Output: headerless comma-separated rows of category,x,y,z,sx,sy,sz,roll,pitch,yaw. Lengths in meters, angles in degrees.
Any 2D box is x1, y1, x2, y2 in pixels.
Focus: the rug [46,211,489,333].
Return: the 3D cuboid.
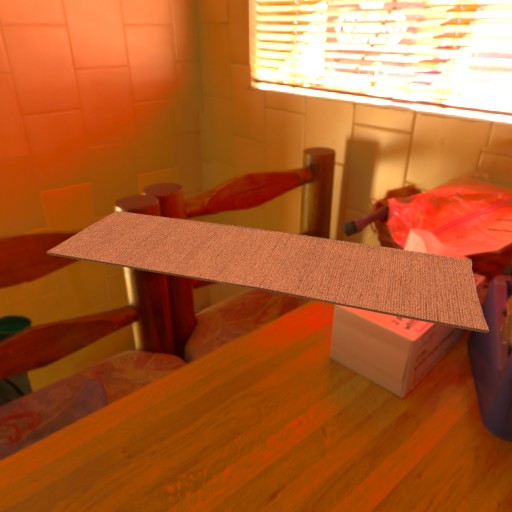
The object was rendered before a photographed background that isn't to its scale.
rug,0.000,0.000,2.498,2.320,0.032,0.692,9,28,17
